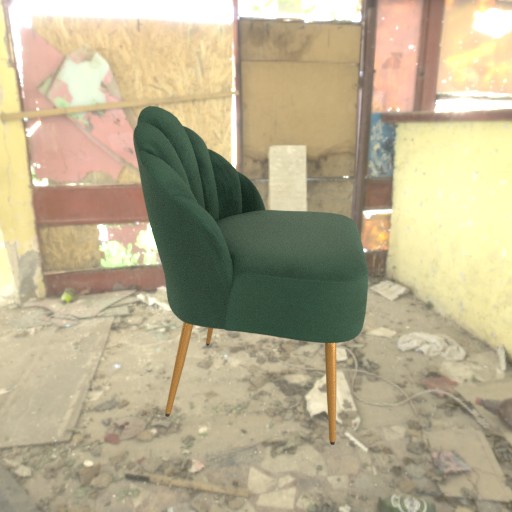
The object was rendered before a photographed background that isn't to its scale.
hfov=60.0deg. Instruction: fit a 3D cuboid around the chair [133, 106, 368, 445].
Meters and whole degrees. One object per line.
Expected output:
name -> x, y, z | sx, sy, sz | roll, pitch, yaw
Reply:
chair -> 0.000, 0.000, 1.273 | 0.599, 0.819, 0.657 | 3, 16, 9
